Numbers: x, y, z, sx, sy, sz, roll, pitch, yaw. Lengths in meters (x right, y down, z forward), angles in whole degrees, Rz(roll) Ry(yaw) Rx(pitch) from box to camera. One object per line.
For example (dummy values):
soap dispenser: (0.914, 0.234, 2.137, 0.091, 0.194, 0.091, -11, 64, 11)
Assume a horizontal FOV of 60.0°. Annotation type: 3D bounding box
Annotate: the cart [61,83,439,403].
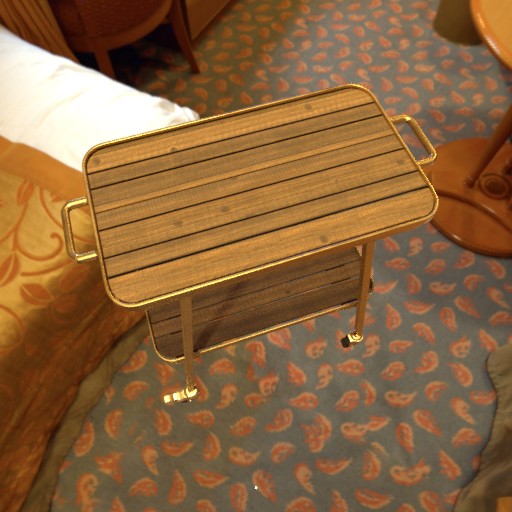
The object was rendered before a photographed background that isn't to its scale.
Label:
cart: (0.000, 0.000, 1.246, 0.806, 0.700, 0.524, -16, 64, -8)
